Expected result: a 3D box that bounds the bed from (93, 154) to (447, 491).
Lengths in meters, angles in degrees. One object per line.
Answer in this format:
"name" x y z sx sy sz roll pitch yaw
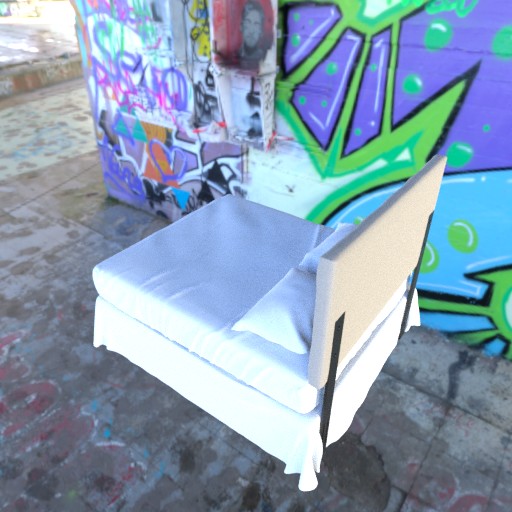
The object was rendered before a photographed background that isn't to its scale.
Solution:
"bed" 0.000 0.000 3.401 2.222 1.577 1.936 22 39 30
